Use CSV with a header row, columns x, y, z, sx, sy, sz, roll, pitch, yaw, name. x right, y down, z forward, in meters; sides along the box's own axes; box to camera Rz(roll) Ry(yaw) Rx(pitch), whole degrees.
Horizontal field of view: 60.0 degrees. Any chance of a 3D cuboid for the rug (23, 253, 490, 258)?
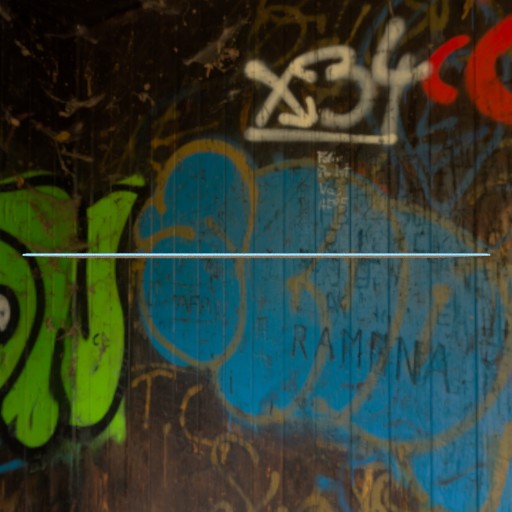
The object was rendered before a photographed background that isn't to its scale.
x,y,z,sx,sy,sz,roll,pitch,yaw,name
0.000,0.000,2.409,2.196,0.011,0.662,0,-1,1,rug
